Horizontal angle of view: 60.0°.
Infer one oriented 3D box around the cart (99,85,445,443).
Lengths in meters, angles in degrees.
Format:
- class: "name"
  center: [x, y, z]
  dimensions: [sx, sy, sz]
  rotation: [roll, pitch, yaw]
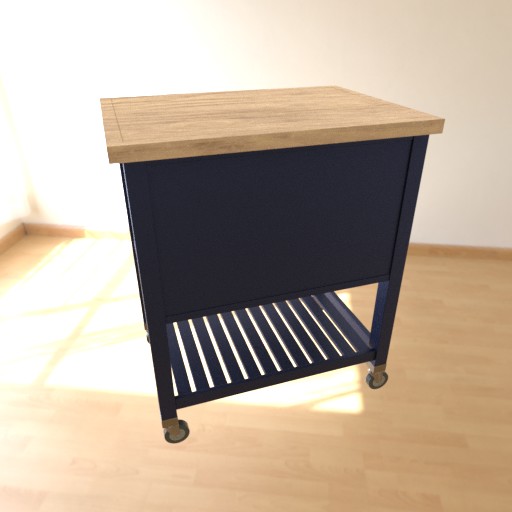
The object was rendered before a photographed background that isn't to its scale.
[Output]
- class: "cart"
  center: [0.000, 0.000, 1.421]
  dimensions: [0.797, 0.920, 0.567]
  rotation: [-9, 30, -16]
